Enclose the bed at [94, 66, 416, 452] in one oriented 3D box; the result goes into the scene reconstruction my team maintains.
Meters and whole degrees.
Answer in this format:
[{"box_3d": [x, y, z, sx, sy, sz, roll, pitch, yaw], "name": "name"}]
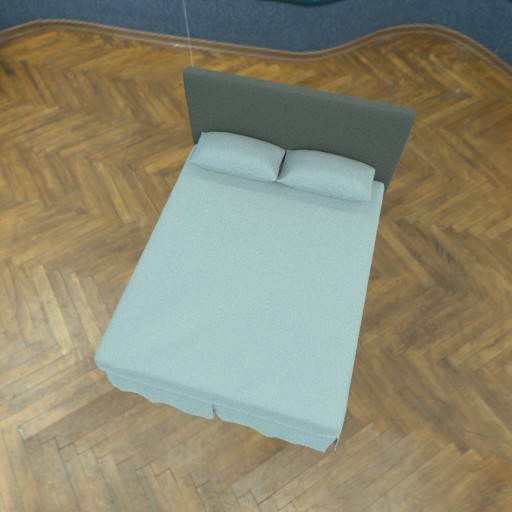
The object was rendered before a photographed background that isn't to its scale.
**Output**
[{"box_3d": [0.000, 0.000, 3.187, 1.748, 1.330, 2.142, 14, 61, 8], "name": "bed"}]
